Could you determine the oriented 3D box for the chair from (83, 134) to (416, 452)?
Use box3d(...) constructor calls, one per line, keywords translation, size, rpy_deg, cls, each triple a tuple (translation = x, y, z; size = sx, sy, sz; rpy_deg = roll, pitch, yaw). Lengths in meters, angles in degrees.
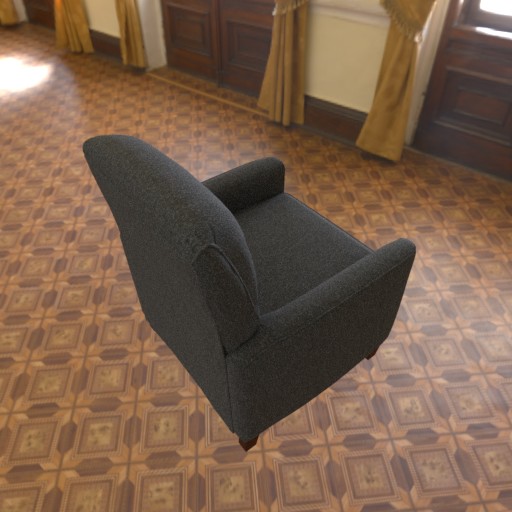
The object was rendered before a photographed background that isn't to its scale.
box3d(translation=(0.000, 0.000, 1.633), size=(0.850, 1.016, 0.839), rpy_deg=(-27, 48, -27), cls="chair")
